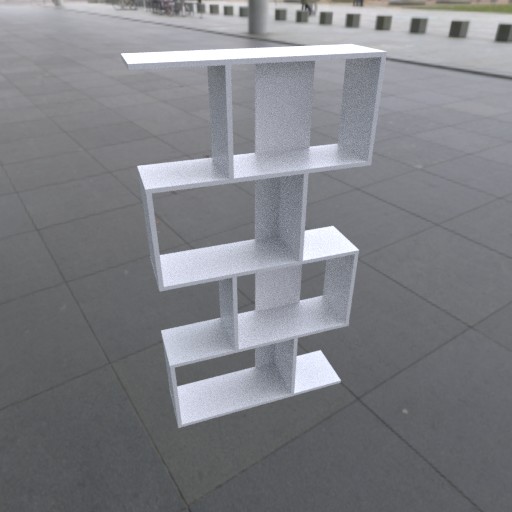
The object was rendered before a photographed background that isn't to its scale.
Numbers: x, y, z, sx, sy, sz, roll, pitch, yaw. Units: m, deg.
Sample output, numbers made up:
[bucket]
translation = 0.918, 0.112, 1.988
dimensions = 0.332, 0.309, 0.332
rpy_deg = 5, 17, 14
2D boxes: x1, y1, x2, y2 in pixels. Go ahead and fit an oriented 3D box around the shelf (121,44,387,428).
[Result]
[shelf]
translation = 0.000, 0.000, 1.964
dimensions = 0.890, 1.650, 0.250
rpy_deg = -10, 33, -16
